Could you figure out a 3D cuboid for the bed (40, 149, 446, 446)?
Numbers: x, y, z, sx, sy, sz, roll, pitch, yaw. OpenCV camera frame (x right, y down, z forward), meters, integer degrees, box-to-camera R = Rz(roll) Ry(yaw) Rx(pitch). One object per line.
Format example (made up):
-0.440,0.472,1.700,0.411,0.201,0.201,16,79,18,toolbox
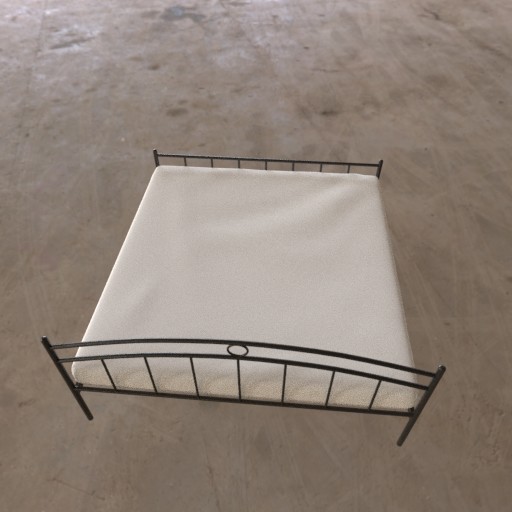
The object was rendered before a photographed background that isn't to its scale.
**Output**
0.000,0.000,3.011,1.880,0.940,2.040,3,45,3,bed
